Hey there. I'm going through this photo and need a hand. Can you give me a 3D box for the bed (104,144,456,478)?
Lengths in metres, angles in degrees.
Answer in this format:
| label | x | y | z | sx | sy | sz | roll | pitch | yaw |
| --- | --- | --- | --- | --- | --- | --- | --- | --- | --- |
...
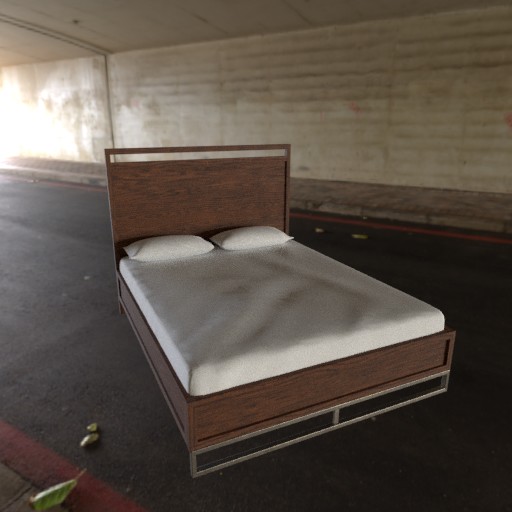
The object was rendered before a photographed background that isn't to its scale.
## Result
| label | x | y | z | sx | sy | sz | roll | pitch | yaw |
| --- | --- | --- | --- | --- | --- | --- | --- | --- | --- |
| bed | 0.000 | 0.000 | 3.318 | 1.765 | 1.487 | 2.218 | -8 | 19 | -24 |
